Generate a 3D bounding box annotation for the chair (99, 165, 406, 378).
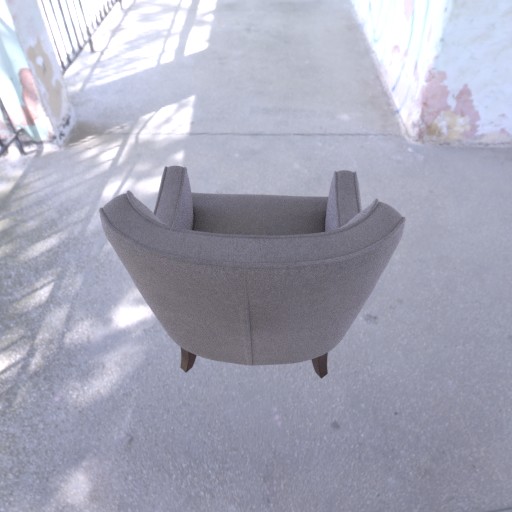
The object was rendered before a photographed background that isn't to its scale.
[{"bbox_3d":[0.000,0.000,1.604,0.781,0.919,0.910,2,46,2],"label":"chair"}]
